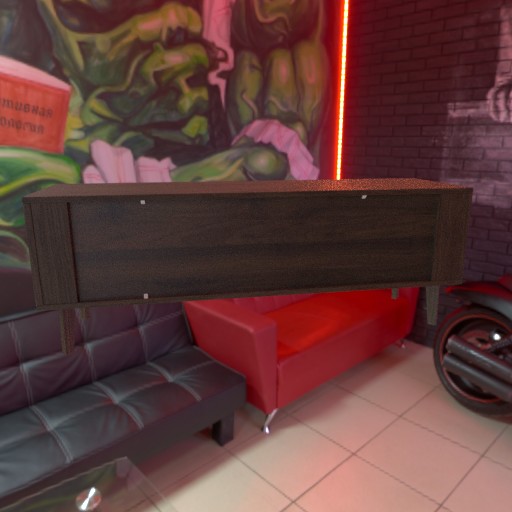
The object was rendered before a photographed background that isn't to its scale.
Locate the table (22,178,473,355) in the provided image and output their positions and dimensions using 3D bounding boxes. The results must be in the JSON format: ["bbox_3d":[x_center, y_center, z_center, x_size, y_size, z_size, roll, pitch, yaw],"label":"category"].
[{"bbox_3d":[0.000,0.000,1.608,1.397,0.508,0.405,-3,15,-10],"label":"table"}]
